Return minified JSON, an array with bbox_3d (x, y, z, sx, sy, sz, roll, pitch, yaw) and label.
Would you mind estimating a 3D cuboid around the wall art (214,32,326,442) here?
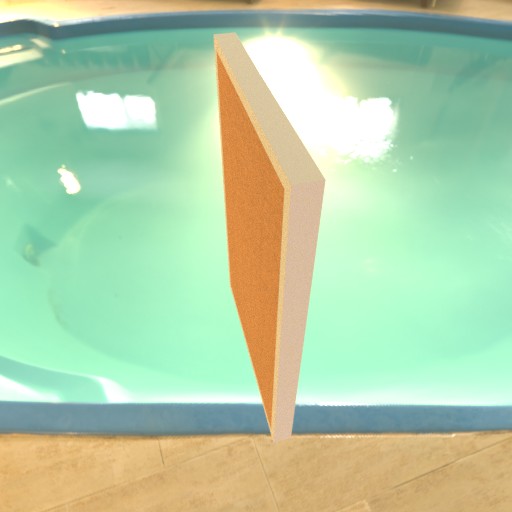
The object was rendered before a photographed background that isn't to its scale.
[{"bbox_3d":[0.000,0.000,0.553,0.025,0.428,0.293,-10,46,-10],"label":"wall art"}]
